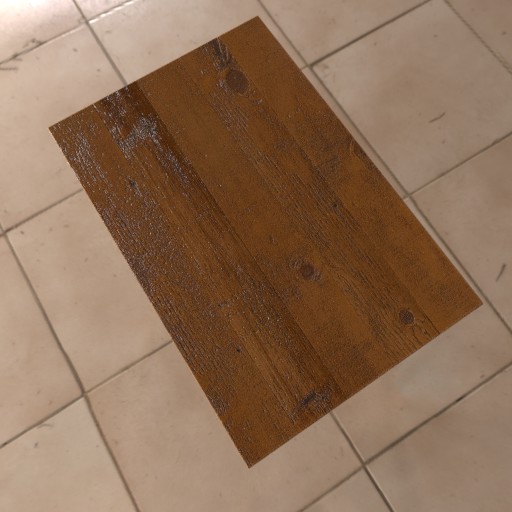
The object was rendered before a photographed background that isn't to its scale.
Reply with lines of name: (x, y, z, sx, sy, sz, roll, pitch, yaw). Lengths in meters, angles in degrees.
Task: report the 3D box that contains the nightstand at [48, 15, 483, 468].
nightstand: (0.000, 0.000, 1.021, 0.450, 0.599, 0.650, -32, 77, -8)
